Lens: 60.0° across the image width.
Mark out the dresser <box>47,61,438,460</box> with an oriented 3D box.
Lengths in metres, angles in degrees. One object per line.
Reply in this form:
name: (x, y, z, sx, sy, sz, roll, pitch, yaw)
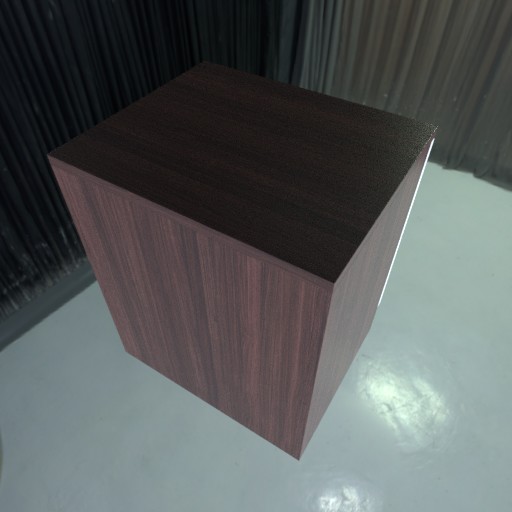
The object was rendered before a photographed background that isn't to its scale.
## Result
dresser: (0.000, 0.000, 0.763, 0.400, 0.470, 0.360, 25, 51, 21)
